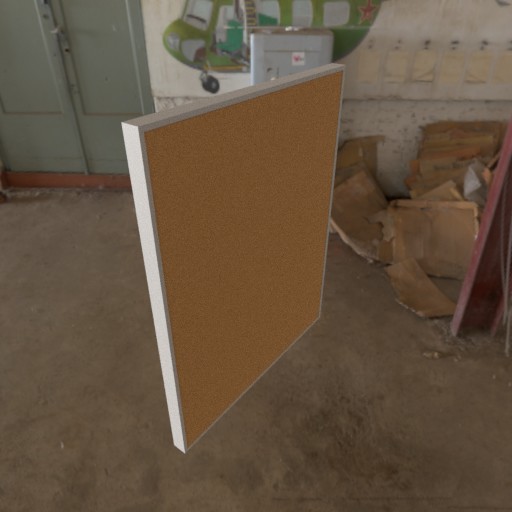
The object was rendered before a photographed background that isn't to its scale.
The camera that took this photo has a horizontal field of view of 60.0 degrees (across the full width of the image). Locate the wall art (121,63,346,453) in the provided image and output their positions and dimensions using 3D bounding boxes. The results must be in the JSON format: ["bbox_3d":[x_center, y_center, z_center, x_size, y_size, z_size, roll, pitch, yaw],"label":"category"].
[{"bbox_3d":[0.000,0.000,1.044,0.055,0.763,0.611,23,39,31],"label":"wall art"}]
